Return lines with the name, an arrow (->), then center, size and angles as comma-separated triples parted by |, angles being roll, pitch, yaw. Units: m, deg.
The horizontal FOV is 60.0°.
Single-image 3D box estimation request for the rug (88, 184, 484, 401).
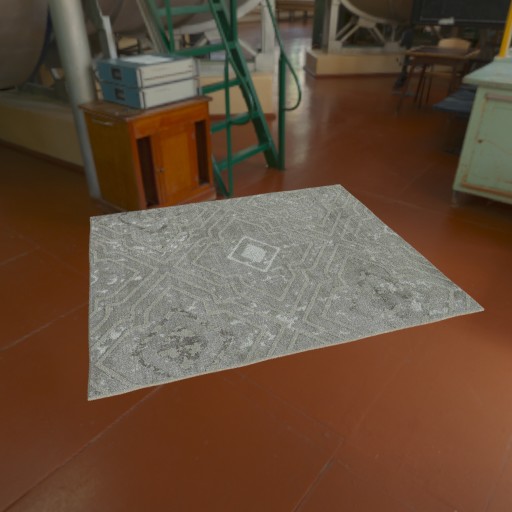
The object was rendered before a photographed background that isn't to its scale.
rug -> 0.000, 0.000, 0.887 | 0.639, 0.006, 0.548 | -9, 34, -14
